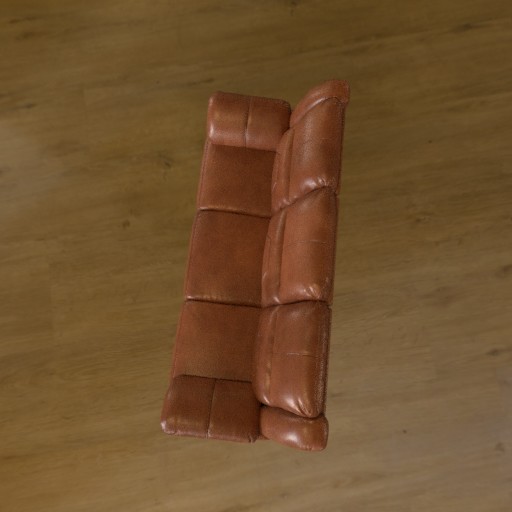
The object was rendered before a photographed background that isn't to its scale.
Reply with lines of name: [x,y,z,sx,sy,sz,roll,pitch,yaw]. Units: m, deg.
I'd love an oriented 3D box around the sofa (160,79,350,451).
sofa: [0.000,0.000,2.984,0.991,1.043,2.337,6,76,2]
